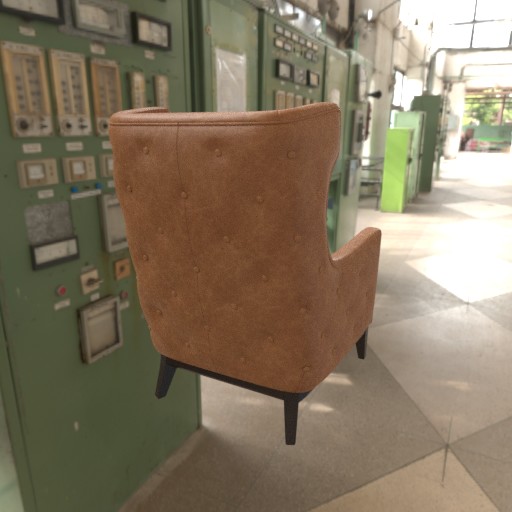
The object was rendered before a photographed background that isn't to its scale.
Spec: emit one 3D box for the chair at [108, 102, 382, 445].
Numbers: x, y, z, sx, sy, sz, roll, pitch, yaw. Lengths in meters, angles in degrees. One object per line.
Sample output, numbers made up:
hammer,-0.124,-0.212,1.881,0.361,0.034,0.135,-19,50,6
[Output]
chair,0.000,0.000,1.688,0.766,1.079,0.899,8,18,27
